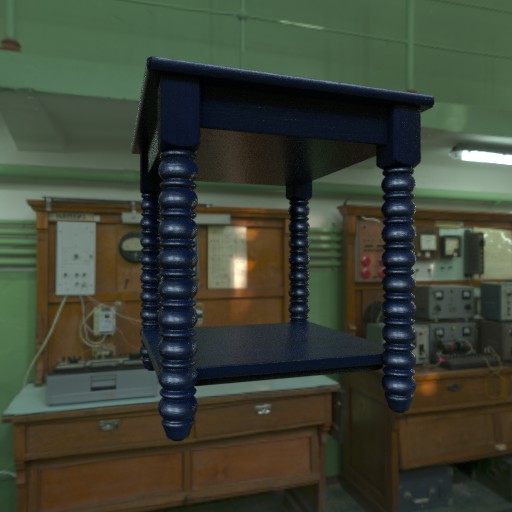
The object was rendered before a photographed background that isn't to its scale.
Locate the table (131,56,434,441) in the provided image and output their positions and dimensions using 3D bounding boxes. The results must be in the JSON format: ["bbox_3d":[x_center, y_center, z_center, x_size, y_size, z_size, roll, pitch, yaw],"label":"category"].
[{"bbox_3d":[0.000,0.000,0.958,0.500,0.567,0.533,0,-1,-18],"label":"table"}]
